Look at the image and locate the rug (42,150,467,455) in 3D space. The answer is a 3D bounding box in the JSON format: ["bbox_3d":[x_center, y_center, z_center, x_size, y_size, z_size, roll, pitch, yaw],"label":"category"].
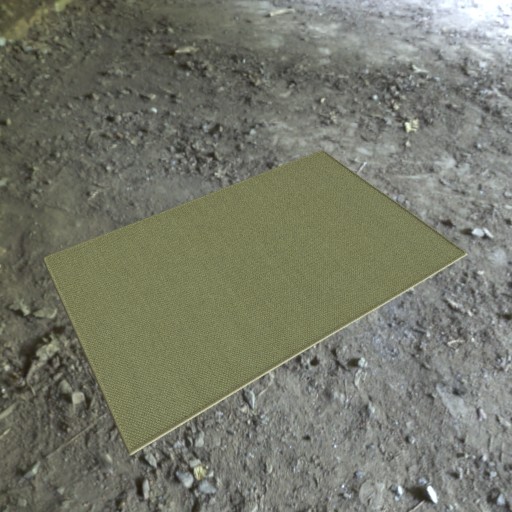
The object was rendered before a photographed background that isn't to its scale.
[{"bbox_3d":[0.000,0.000,2.061,1.676,0.013,1.067,-25,51,-23],"label":"rug"}]
